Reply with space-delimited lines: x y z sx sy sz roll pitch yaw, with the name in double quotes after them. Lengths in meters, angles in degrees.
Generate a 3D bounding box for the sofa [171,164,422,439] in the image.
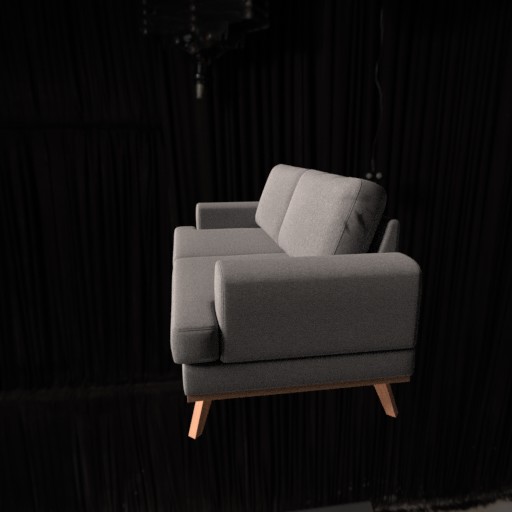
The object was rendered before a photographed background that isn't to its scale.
0.000 0.000 2.110 0.785 0.810 1.650 -2 14 -9 "sofa"
